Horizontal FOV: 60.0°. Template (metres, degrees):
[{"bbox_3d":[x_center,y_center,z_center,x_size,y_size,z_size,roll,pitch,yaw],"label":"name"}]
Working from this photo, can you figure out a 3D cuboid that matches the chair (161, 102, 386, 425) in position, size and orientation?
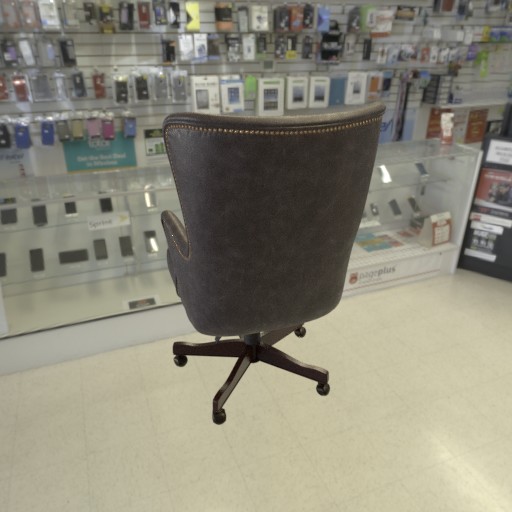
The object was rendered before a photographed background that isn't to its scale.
[{"bbox_3d":[0.000,0.000,1.502,0.594,1.037,0.717,-9,28,-17],"label":"chair"}]
